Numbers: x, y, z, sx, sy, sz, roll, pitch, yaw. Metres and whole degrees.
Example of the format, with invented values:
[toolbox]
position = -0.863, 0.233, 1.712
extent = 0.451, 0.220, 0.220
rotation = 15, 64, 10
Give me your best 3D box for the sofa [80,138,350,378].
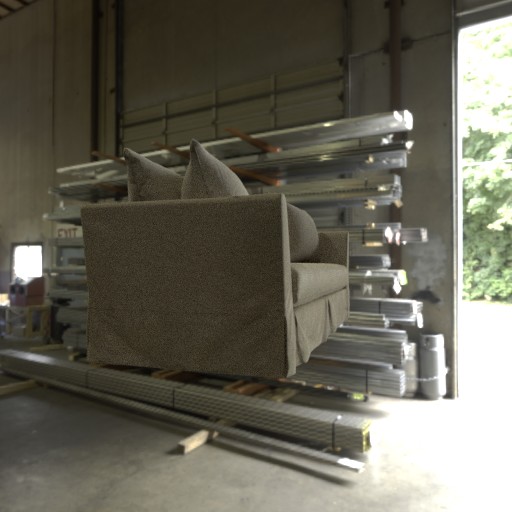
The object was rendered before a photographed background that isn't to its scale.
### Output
[sofa]
position = 0.000, 0.000, 2.972
extent = 1.031, 1.034, 2.290
rotation = 0, -1, 18
